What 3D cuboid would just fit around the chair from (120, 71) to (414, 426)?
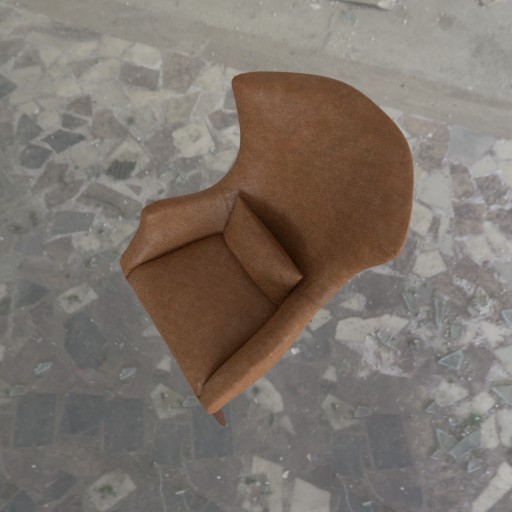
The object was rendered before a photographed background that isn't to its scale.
[{"bbox_3d":[0.000,0.000,1.768,0.955,1.067,0.846,-31,67,-15],"label":"chair"}]
